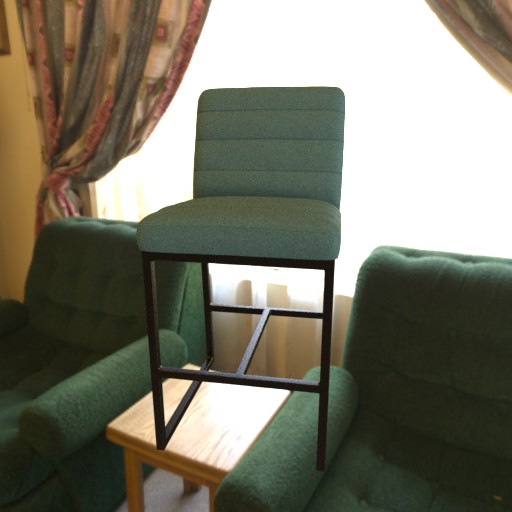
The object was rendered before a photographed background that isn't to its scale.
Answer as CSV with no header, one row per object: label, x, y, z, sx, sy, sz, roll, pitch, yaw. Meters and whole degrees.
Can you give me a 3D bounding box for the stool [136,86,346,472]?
stool,0.000,0.000,1.244,0.460,0.940,0.560,3,15,10
